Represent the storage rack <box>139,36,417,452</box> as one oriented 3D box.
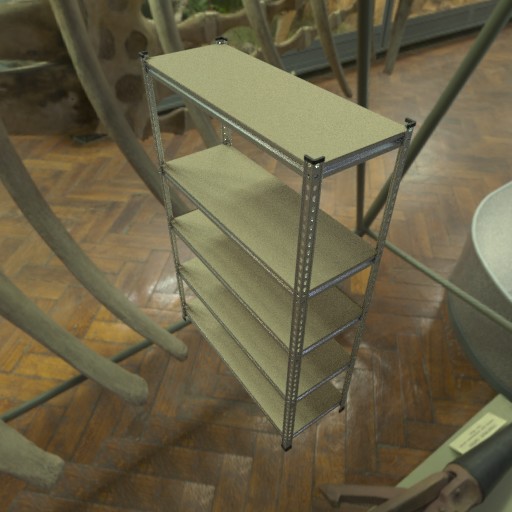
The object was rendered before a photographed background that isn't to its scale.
[{"bbox_3d":[0.000,0.000,2.351,0.457,1.829,1.219,-25,47,-26],"label":"storage rack"}]
